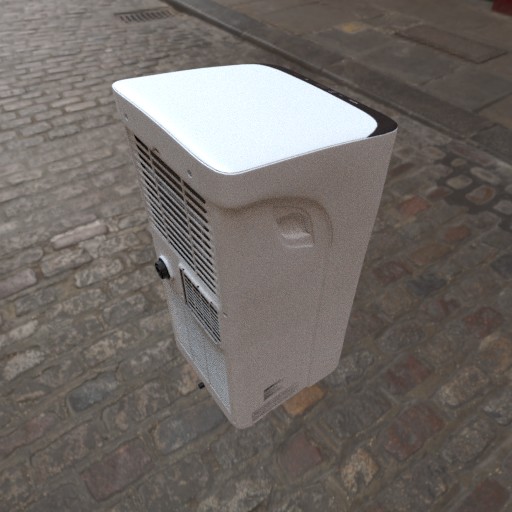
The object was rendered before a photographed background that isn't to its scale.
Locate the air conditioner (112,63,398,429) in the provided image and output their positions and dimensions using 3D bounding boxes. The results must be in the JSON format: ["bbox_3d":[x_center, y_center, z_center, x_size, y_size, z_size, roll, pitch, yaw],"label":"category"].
[{"bbox_3d":[0.000,0.000,0.927,0.369,0.716,0.352,-26,48,-25],"label":"air conditioner"}]
